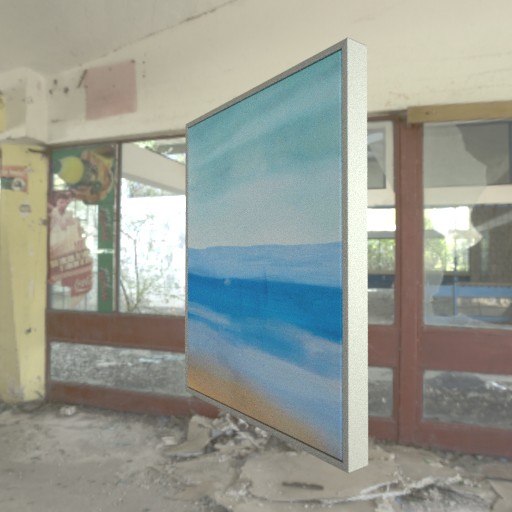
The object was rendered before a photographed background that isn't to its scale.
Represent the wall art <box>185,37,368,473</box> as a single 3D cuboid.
[{"bbox_3d":[0.000,0.000,0.752,0.039,0.553,0.445,1,-1,-36],"label":"wall art"}]
